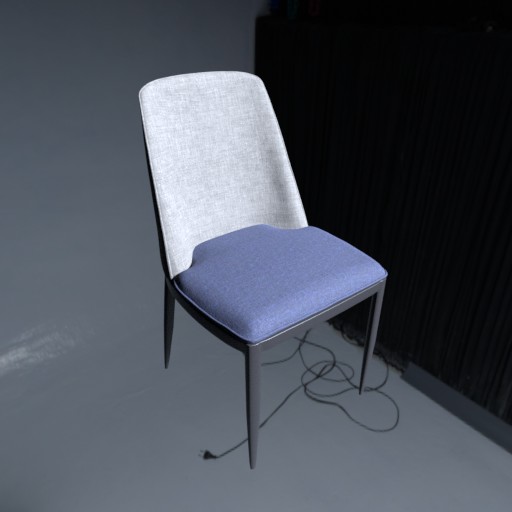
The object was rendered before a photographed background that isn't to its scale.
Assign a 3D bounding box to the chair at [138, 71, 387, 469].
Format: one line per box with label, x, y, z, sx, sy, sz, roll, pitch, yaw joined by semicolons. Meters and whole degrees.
chair;0.000;0.000;1.180;0.488;0.855;0.550;-21;36;-31
